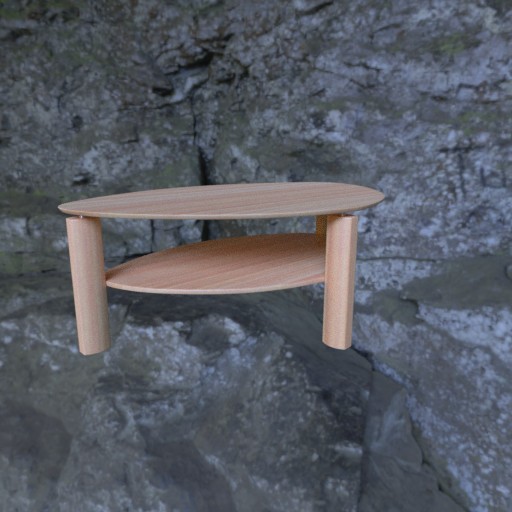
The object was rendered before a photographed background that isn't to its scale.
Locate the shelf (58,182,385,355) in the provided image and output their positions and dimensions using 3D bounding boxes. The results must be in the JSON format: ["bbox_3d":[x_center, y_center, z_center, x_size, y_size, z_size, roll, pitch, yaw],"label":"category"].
[{"bbox_3d":[0.000,0.000,1.597,1.246,0.440,0.845,-13,19,-42],"label":"shelf"}]
